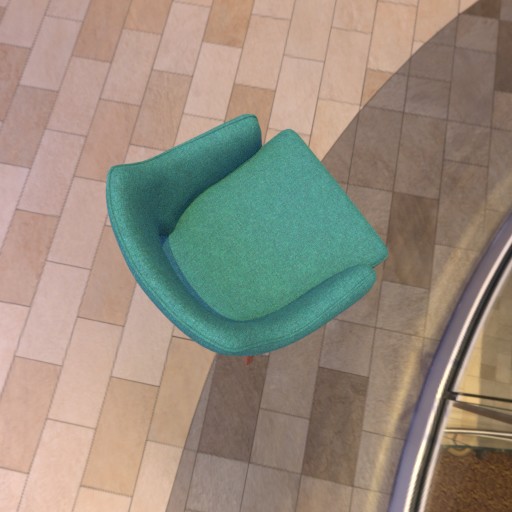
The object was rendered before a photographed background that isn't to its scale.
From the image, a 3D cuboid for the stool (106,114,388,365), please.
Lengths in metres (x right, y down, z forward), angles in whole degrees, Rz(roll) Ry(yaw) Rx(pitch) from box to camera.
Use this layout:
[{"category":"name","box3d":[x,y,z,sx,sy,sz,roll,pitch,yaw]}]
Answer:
[{"category":"stool","box3d":[0.000,0.000,1.304,0.556,0.961,0.548,-34,78,-8]}]
